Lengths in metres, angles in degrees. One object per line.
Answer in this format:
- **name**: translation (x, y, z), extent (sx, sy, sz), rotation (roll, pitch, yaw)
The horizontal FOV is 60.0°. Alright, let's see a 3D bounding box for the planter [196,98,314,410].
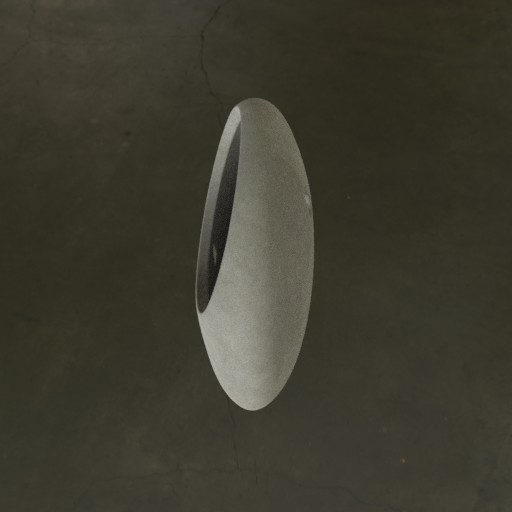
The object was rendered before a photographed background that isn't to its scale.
- **planter**: translation (0.000, 0.000, 0.282), extent (0.071, 0.188, 0.185), rotation (2, 58, 1)
